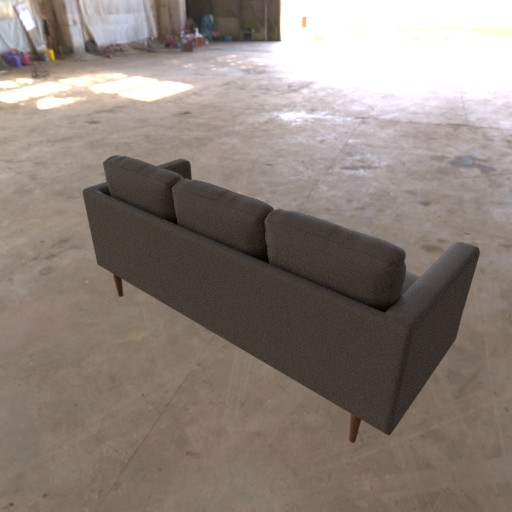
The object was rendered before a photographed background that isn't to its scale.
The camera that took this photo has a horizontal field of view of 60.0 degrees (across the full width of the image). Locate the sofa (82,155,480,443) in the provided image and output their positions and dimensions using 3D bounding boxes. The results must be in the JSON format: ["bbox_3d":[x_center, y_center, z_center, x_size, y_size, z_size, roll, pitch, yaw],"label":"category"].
[{"bbox_3d":[0.000,0.000,2.424,2.029,0.912,0.802,23,37,34],"label":"sofa"}]
